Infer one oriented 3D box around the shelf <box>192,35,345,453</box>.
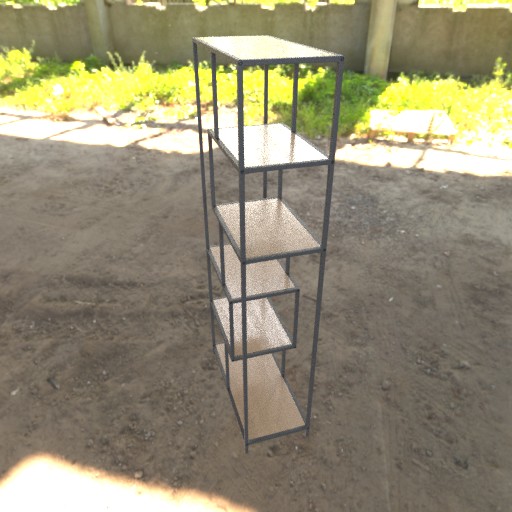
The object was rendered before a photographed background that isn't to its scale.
[{"bbox_3d":[0.000,0.000,2.143,0.350,1.850,0.770,-9,32,-15],"label":"shelf"}]
